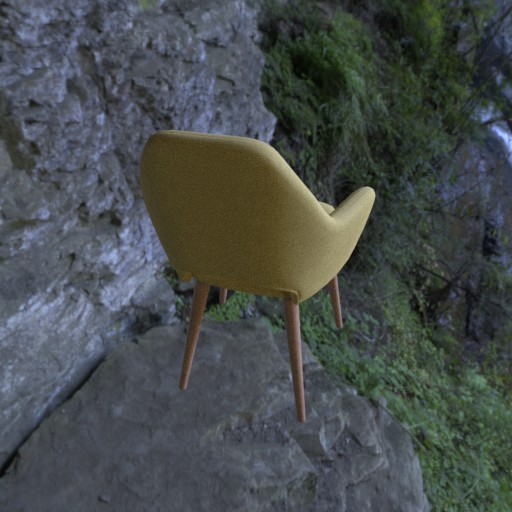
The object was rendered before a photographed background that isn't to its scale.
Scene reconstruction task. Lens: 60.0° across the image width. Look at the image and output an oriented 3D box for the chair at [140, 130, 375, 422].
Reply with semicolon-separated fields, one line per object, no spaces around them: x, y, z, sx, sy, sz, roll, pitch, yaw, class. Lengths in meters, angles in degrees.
0.000;0.000;1.244;0.590;0.840;0.610;10;33;16;chair
